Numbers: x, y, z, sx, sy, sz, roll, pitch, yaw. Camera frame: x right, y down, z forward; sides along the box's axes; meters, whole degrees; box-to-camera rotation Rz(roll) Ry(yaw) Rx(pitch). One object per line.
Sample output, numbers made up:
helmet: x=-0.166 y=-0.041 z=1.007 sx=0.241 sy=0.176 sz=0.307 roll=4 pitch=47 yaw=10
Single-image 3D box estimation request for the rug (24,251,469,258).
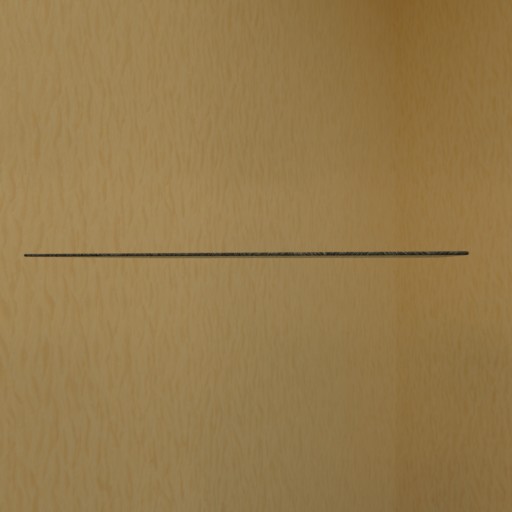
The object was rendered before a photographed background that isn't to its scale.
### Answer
rug: x=0.000 y=0.000 z=2.884 sx=2.330 sy=0.017 sz=1.478 roll=0 pitch=-1 yaw=18
